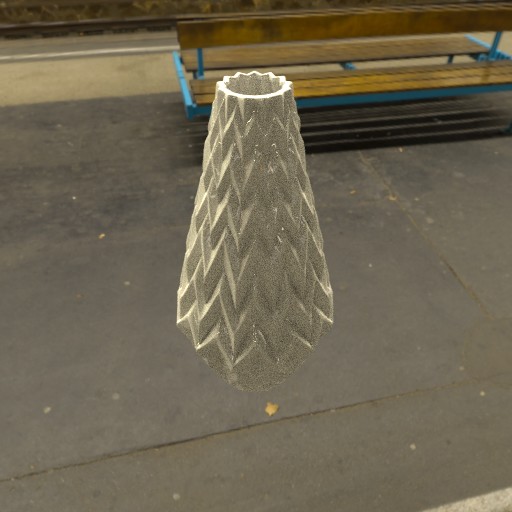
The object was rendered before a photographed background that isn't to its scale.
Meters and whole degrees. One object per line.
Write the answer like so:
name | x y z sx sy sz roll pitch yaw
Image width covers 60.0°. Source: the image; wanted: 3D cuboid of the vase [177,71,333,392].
vase | 0.000 0.000 0.426 0.167 0.328 0.167 0 41 0
